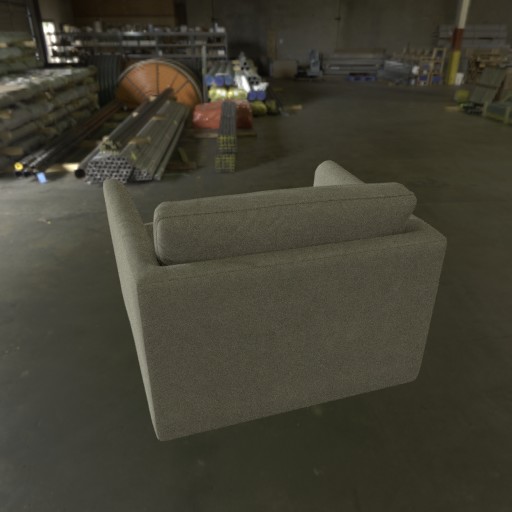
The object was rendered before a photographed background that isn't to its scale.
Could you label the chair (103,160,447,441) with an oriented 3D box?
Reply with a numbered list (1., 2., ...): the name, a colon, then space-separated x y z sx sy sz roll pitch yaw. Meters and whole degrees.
1. chair: 0.000 0.000 1.917 1.190 0.845 1.091 -8 28 -15
